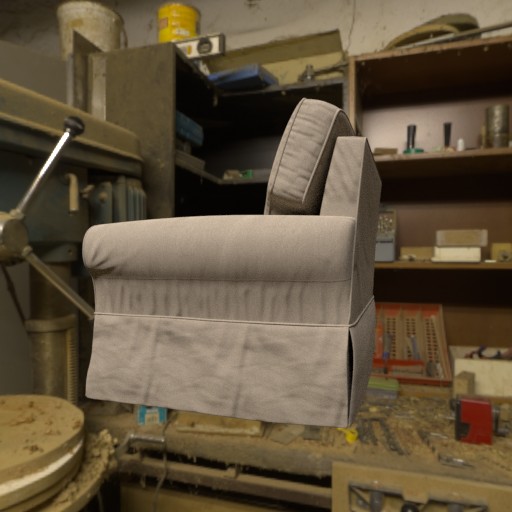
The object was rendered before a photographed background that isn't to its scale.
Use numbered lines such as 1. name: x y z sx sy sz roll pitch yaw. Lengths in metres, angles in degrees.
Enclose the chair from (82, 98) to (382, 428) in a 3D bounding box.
1. chair: 0.000 0.000 1.886 0.988 1.017 1.135 0 1 19
